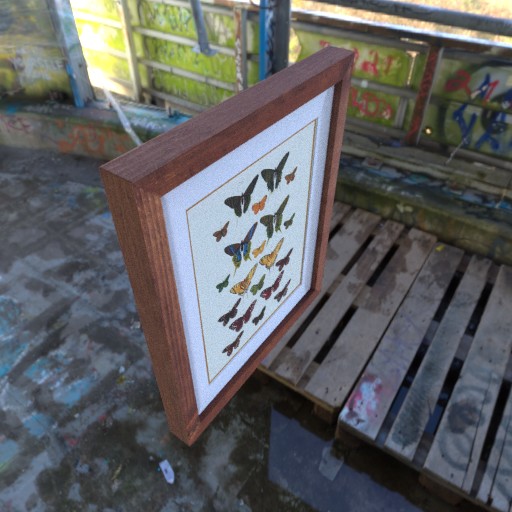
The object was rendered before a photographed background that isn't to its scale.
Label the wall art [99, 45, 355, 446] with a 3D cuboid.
[{"bbox_3d":[0.000,0.000,0.612,0.039,0.449,0.377,26,48,26],"label":"wall art"}]
